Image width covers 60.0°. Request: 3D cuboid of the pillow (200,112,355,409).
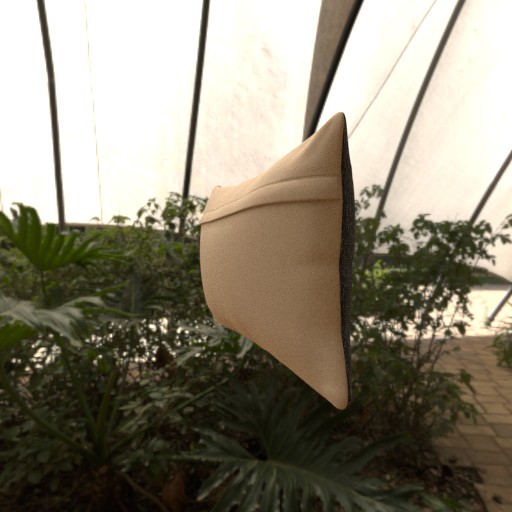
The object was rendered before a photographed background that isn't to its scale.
[{"bbox_3d":[0.000,0.000,0.724,0.148,0.307,0.604,0,1,-18],"label":"pillow"}]
